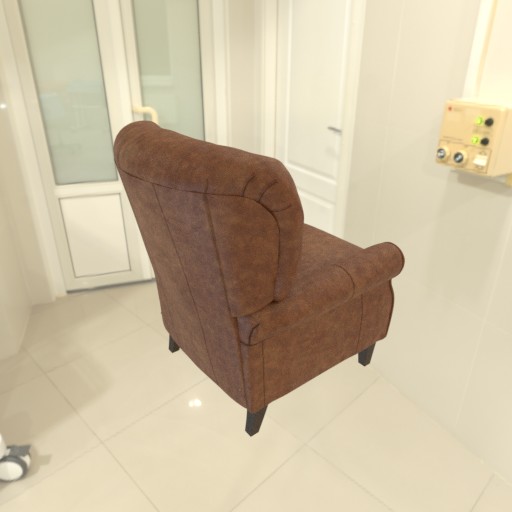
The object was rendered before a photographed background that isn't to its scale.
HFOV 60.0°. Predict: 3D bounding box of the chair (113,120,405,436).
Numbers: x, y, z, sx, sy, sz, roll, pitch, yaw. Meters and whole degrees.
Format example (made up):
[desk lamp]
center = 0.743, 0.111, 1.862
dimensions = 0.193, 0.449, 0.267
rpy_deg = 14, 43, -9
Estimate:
[chair]
center = 0.000, 0.000, 1.938
dimensions = 1.059, 1.164, 0.951
rpy_deg = -19, 32, -33
